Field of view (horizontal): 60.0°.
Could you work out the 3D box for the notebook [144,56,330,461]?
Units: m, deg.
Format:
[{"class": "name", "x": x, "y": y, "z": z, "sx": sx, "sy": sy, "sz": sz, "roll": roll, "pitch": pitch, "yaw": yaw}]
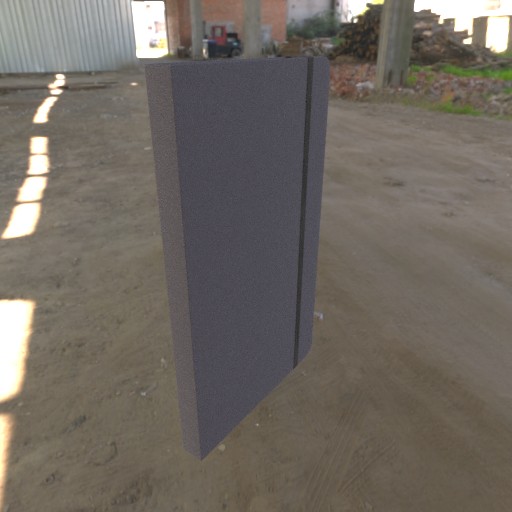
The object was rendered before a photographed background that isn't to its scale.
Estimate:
[{"class": "notebook", "x": 0.000, "y": 0.000, "z": 0.261, "sx": 0.016, "sy": 0.213, "sz": 0.127, "roll": 18, "pitch": 31, "yaw": 32}]
